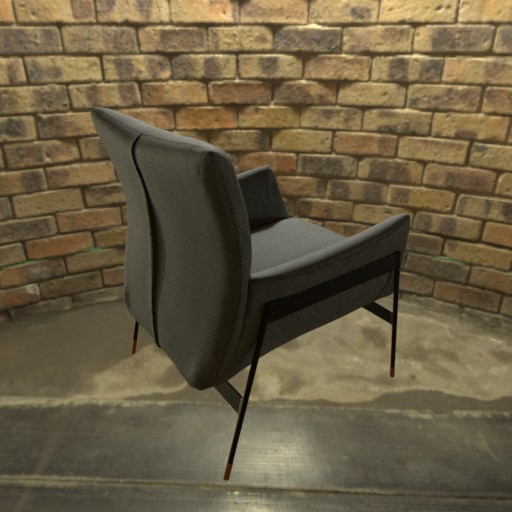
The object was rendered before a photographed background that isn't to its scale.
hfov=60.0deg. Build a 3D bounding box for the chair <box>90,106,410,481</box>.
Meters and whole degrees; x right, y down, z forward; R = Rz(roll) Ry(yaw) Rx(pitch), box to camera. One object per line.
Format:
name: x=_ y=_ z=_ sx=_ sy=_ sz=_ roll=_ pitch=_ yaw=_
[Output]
chair: x=0.000 y=0.000 z=1.361 sx=0.709 sy=0.858 sz=0.678 roll=-18 pitch=31 yaw=-32
